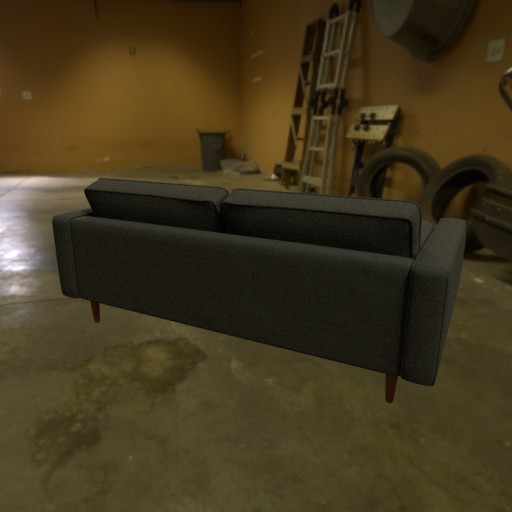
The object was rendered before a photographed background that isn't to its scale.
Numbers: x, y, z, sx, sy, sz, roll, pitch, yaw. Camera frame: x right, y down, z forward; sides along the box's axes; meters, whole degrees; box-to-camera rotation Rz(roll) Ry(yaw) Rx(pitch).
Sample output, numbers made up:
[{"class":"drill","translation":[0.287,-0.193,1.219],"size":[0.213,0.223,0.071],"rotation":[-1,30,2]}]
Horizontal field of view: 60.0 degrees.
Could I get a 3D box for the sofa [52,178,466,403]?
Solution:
[{"class":"sofa","translation":[0.000,0.000,2.255],"size":[1.875,0.759,0.914],"rotation":[9,19,26]}]
